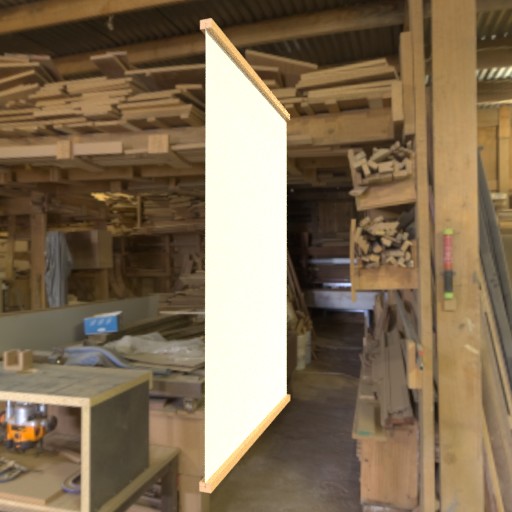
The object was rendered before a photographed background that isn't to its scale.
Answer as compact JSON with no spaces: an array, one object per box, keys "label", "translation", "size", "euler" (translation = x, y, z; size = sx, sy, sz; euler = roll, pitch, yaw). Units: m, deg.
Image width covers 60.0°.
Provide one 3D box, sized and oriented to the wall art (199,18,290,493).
[{"label":"wall art","translation":[0.000,0.000,1.884],"size":[0.040,1.510,0.991],"euler":[0,-1,19]}]
